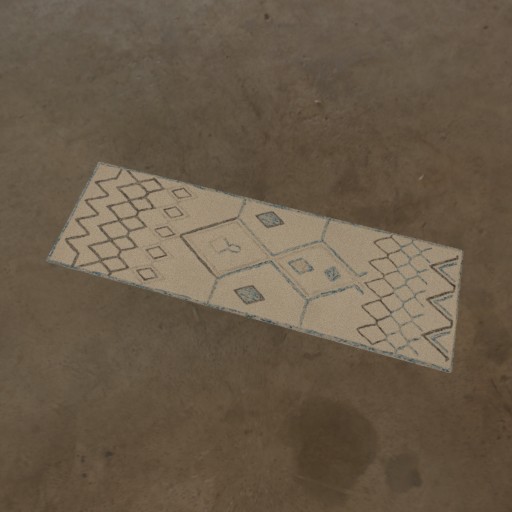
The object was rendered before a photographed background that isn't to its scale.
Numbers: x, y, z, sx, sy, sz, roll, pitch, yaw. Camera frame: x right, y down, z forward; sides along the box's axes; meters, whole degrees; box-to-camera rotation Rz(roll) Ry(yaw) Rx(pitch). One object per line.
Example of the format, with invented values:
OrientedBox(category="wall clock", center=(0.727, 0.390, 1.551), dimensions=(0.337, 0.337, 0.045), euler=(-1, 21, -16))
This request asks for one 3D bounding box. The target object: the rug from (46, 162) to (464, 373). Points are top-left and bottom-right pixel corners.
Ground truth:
OrientedBox(category="rug", center=(0.000, 0.000, 2.709), dimensions=(2.434, 0.013, 0.770), euler=(15, 66, 7))
